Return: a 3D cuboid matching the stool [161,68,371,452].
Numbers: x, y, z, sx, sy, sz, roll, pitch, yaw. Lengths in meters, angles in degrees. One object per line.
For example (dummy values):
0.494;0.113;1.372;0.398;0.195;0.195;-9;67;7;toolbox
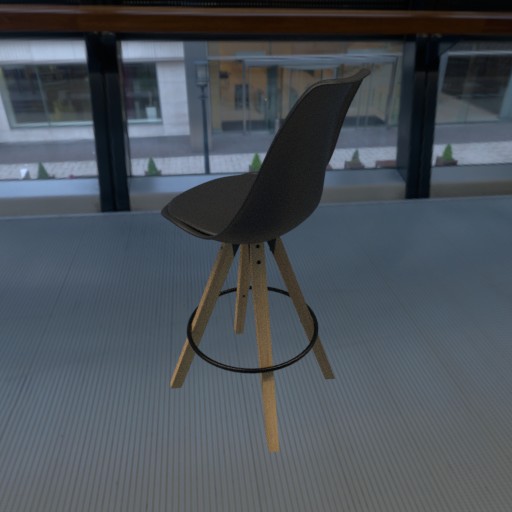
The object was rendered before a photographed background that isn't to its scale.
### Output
0.000;0.000;1.388;0.550;1.115;0.485;21;37;30;stool
